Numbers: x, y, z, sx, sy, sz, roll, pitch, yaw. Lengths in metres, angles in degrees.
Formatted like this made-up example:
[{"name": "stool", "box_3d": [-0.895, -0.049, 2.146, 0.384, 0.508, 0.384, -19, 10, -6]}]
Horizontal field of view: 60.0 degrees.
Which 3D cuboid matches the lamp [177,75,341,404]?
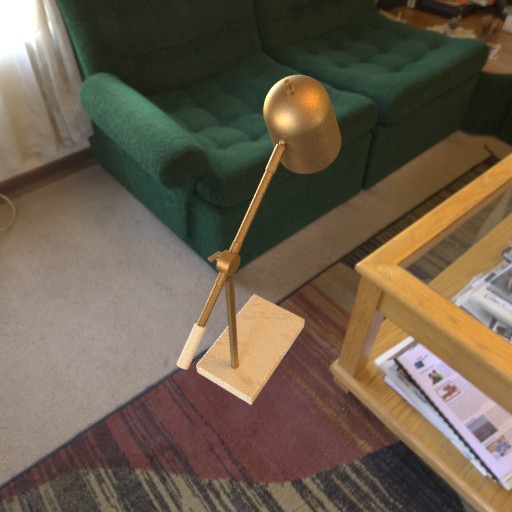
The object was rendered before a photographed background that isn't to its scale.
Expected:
[{"name": "lamp", "box_3d": [0.000, 0.000, 0.826, 0.144, 0.603, 0.471, 25, 51, 22]}]
